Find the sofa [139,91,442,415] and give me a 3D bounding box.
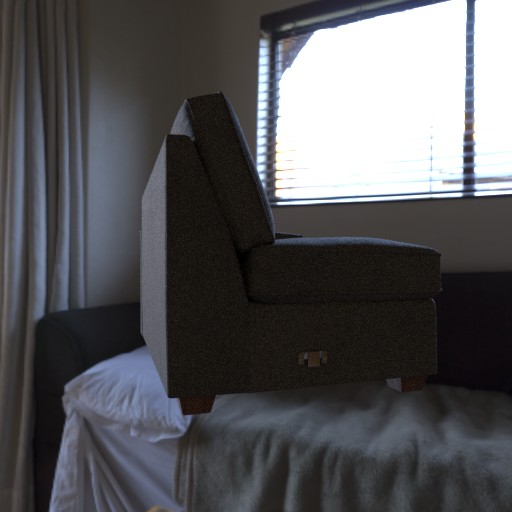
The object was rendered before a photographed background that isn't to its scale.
[{"bbox_3d":[0.000,0.000,2.067,0.991,0.989,1.388,0,-1,-18],"label":"sofa"}]
